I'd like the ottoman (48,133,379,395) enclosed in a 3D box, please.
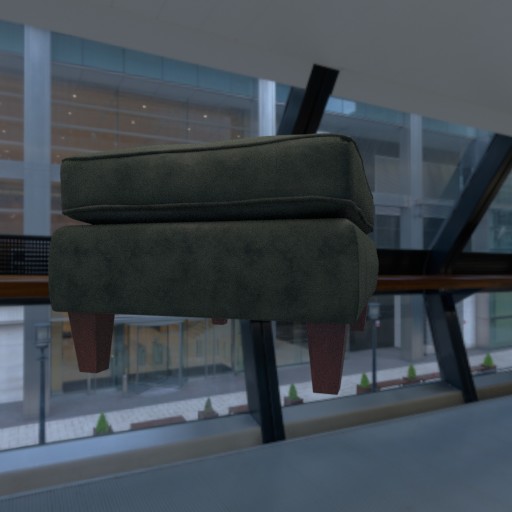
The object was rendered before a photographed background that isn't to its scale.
[{"bbox_3d":[0.000,0.000,1.223,0.632,0.495,0.864,0,0,17],"label":"ottoman"}]
